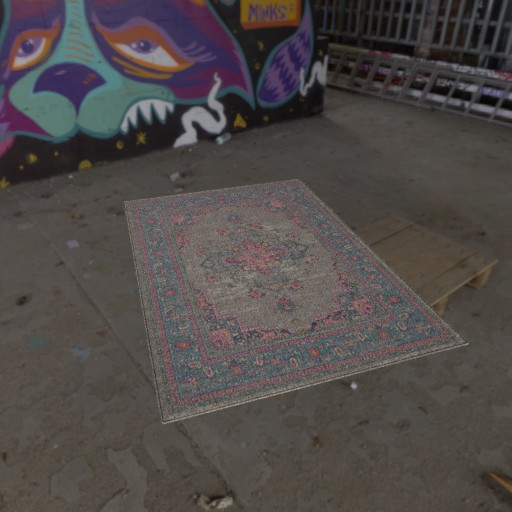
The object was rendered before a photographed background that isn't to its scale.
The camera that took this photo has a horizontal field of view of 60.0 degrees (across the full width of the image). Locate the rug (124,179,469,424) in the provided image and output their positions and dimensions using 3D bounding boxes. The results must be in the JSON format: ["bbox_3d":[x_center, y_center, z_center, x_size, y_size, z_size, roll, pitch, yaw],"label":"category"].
[{"bbox_3d":[0.000,0.000,3.797,2.005,0.013,2.890,-10,34,-15],"label":"rug"}]
